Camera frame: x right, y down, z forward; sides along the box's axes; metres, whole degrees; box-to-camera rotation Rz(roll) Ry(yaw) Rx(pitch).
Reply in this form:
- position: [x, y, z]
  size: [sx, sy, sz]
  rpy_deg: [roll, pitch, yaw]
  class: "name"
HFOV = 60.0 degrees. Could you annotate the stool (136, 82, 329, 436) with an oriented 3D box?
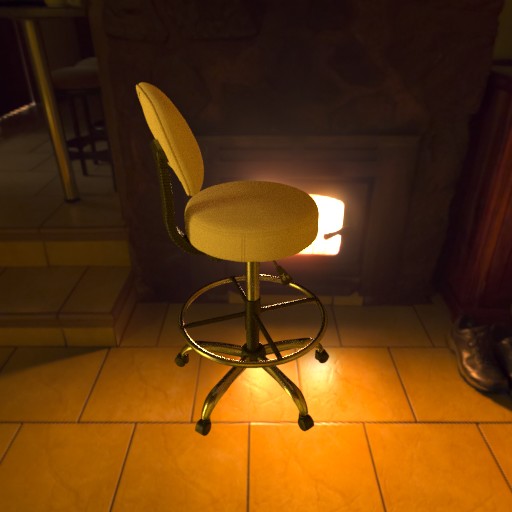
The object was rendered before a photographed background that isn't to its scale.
- position: [0.000, 0.000, 1.453]
  size: [0.616, 1.080, 0.609]
  rpy_deg: [-10, 31, -17]
  class: "stool"
